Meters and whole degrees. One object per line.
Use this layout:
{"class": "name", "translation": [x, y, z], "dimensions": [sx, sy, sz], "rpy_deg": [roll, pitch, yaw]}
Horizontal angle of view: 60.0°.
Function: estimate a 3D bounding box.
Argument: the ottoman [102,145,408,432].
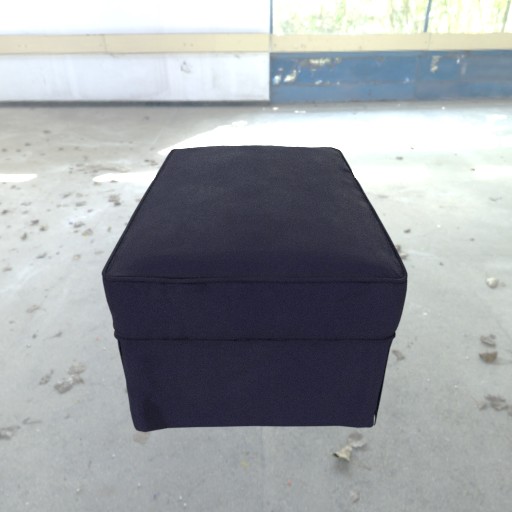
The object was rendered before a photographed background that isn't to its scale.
{"class": "ottoman", "translation": [0.000, 0.000, 1.347], "dimensions": [0.637, 0.503, 0.938], "rpy_deg": [0, 30, 0]}
